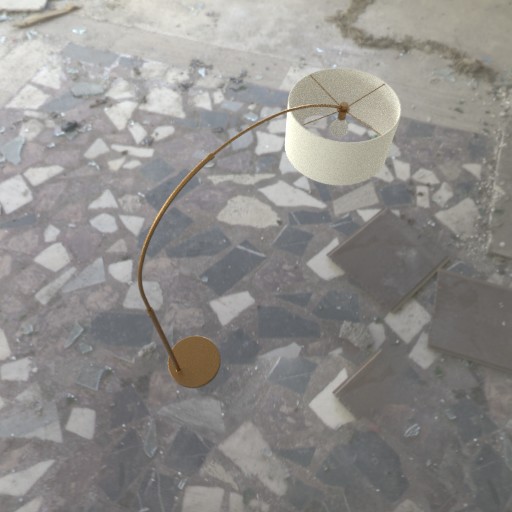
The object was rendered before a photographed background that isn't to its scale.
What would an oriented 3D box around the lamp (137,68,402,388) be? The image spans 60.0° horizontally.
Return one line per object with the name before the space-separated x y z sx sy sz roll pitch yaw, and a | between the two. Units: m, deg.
lamp | 0.000 0.000 2.515 1.434 1.927 0.493 -30 63 -17
